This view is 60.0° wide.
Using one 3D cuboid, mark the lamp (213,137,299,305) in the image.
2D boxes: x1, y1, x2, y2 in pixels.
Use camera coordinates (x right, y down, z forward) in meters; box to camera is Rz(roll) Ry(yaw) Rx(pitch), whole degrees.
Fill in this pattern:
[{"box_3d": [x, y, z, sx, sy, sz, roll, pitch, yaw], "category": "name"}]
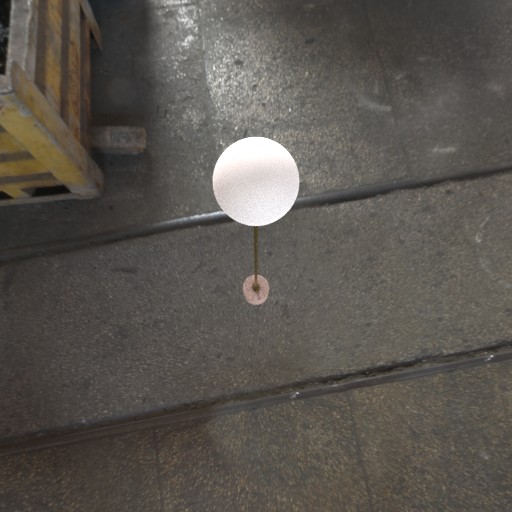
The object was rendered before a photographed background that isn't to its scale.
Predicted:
[{"box_3d": [0.000, 0.000, 1.901, 0.229, 1.748, 0.229, -43, 79, -10], "category": "lamp"}]
